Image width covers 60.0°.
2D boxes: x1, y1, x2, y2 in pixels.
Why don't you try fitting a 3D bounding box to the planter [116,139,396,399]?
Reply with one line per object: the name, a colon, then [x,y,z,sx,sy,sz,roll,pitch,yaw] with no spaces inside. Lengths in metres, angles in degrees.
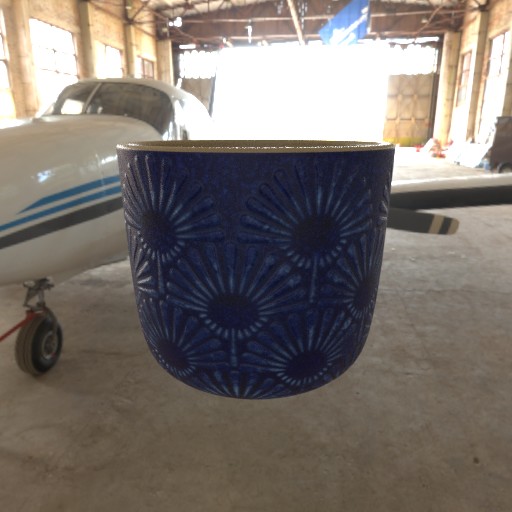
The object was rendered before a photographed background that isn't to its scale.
planter: [0.000,0.000,0.220,0.124,0.109,0.124,0,16,0]
